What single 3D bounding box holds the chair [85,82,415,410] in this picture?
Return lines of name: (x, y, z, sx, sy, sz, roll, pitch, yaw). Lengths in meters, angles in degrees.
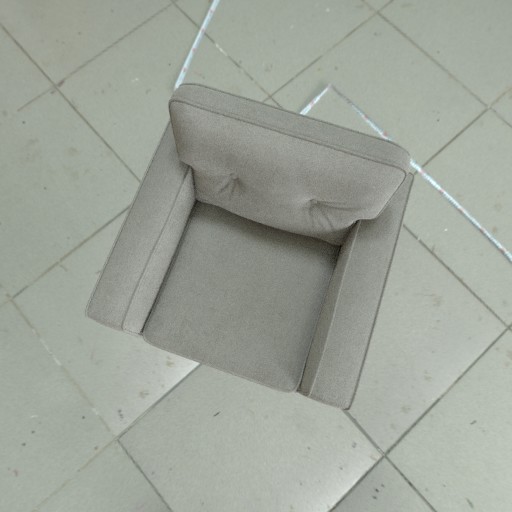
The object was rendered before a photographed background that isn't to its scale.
chair: (0.000, 0.000, 1.796, 1.015, 0.965, 0.939, 18, 76, 5)
